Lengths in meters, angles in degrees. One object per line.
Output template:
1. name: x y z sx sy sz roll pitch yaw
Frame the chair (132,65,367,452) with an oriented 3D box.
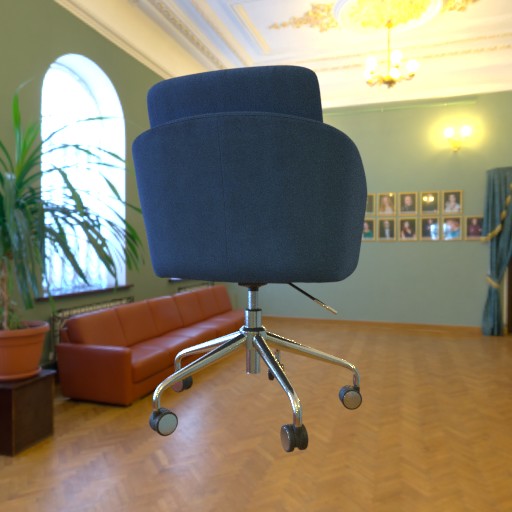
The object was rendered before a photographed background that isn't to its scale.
1. chair: 0.000 0.000 1.343 0.641 0.908 0.635 0 1 16
